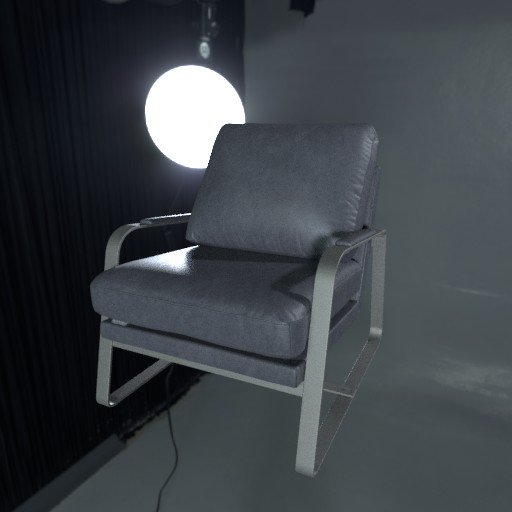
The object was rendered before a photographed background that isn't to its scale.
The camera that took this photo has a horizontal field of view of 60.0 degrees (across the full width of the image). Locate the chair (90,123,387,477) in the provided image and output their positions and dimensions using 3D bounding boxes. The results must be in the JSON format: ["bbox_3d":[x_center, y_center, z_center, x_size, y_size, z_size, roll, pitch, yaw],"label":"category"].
[{"bbox_3d":[0.000,0.000,1.432,0.692,0.839,0.878,8,17,25],"label":"chair"}]
